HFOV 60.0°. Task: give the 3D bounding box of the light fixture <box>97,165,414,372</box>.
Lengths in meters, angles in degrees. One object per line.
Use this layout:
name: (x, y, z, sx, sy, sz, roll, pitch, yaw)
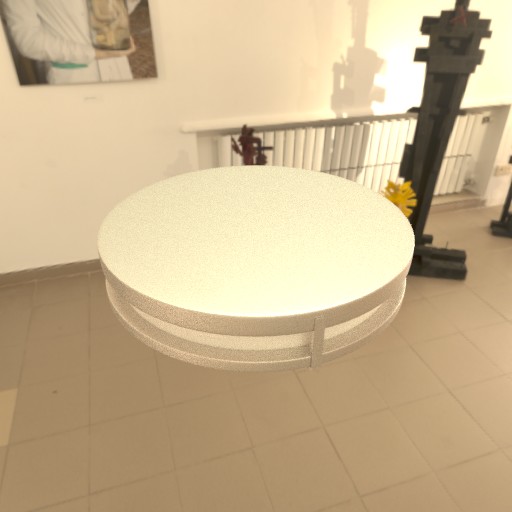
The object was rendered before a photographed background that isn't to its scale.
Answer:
light fixture: (0.000, 0.000, 0.542, 0.356, 0.102, 0.356, 0, 32, 0)
